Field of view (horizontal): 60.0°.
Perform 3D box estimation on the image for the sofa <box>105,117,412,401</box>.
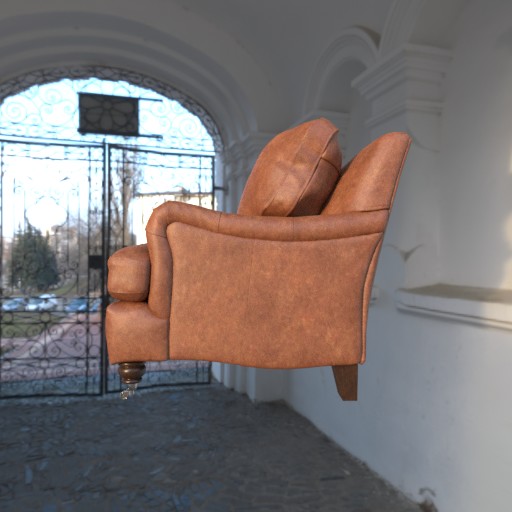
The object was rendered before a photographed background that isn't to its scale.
[{"bbox_3d":[0.000,0.000,2.229,1.077,1.004,1.527,0,0,-1],"label":"sofa"}]
